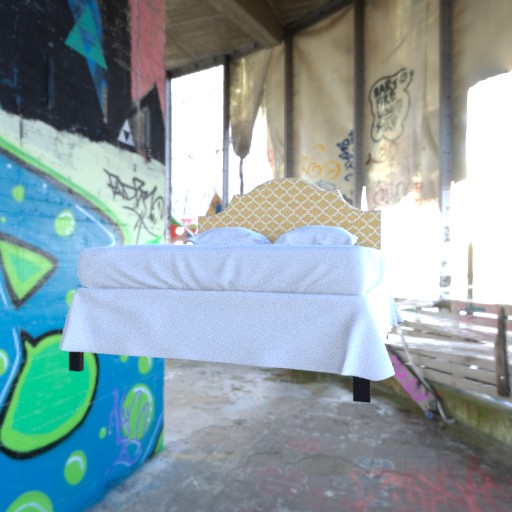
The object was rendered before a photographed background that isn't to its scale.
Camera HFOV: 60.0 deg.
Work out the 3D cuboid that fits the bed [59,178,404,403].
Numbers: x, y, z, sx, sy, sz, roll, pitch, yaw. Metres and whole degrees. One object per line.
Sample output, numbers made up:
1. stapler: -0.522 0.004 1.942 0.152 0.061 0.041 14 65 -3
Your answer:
1. bed: 0.000 0.000 3.692 2.314 1.601 2.222 0 0 19
